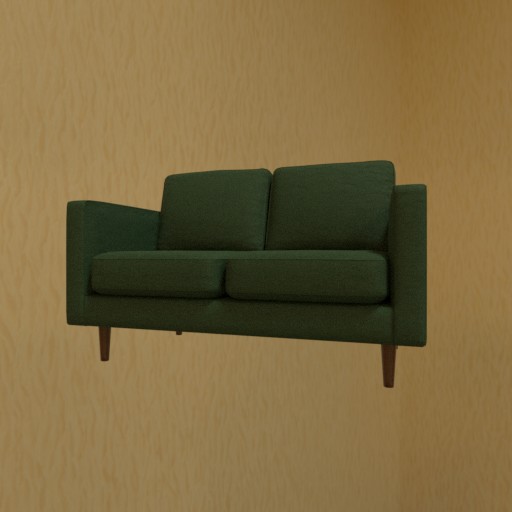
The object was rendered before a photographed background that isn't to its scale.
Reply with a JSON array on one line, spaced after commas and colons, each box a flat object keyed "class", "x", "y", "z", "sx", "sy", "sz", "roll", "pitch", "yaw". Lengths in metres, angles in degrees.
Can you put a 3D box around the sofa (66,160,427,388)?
[{"class": "sofa", "x": 0.000, "y": 0.000, "z": 2.023, "sx": 1.430, "sy": 0.899, "sz": 0.879, "roll": 0, "pitch": 0, "yaw": 19}]
